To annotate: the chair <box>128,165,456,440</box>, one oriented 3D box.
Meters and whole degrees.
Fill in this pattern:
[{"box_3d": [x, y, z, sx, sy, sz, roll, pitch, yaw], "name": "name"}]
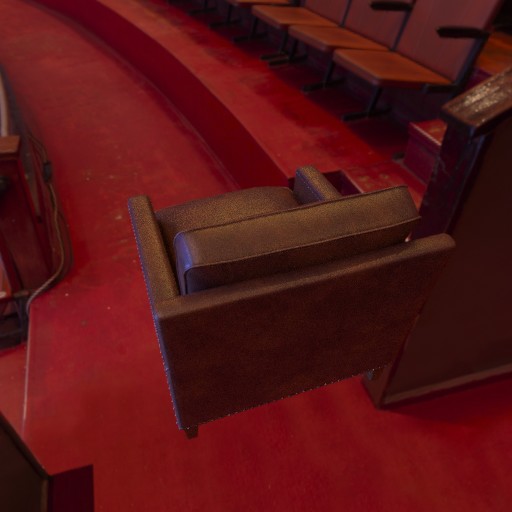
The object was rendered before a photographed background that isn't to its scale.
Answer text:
[{"box_3d": [0.000, 0.000, 1.708, 0.853, 0.929, 1.014, -13, 42, -14], "name": "chair"}]
